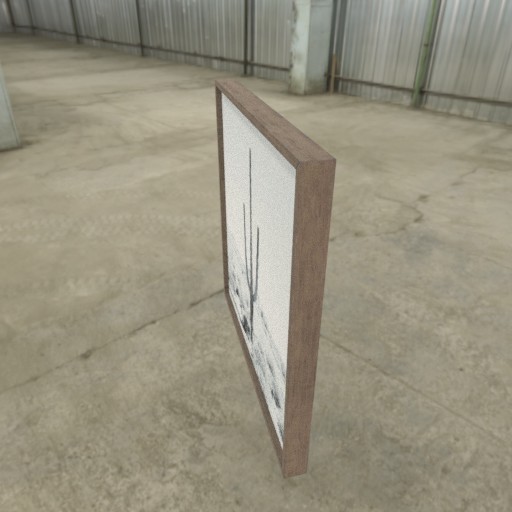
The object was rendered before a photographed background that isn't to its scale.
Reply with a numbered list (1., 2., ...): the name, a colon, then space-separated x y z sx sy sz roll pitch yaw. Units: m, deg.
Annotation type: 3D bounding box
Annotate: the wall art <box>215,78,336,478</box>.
1. wall art: 0.000 0.000 0.776 0.038 0.508 0.508 -7 31 -12
